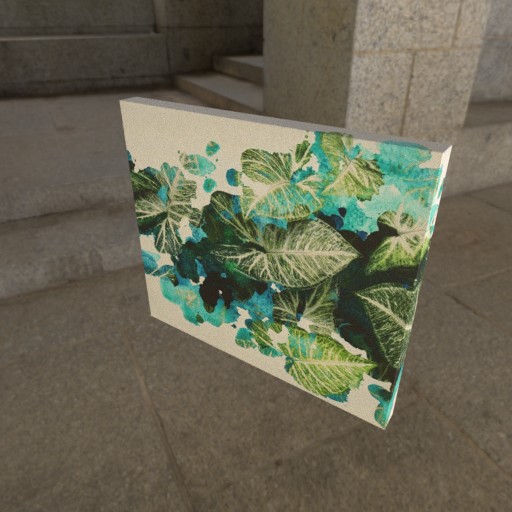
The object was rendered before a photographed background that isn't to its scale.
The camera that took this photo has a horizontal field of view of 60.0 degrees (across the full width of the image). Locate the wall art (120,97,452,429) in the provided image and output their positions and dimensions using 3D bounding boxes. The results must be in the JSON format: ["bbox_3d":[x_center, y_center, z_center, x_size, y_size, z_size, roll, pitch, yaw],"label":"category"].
[{"bbox_3d":[0.000,0.000,0.714,0.507,0.435,0.041,19,35,29],"label":"wall art"}]
